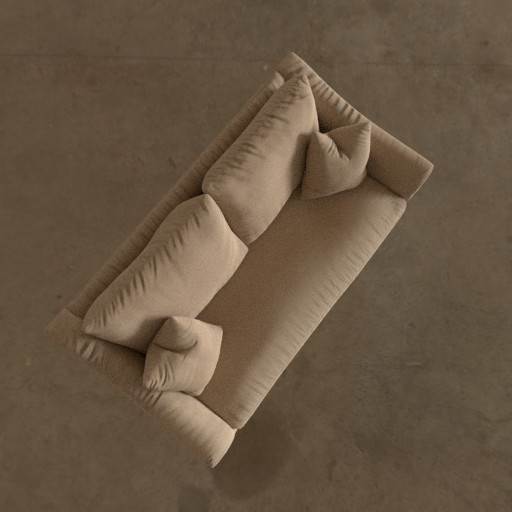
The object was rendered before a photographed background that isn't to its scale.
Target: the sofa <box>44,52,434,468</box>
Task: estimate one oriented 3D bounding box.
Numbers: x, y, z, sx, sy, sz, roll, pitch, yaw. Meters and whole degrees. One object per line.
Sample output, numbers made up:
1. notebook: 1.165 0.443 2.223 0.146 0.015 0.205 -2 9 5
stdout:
1. sofa: 0.000 0.000 2.572 1.072 1.018 2.010 37 79 9
